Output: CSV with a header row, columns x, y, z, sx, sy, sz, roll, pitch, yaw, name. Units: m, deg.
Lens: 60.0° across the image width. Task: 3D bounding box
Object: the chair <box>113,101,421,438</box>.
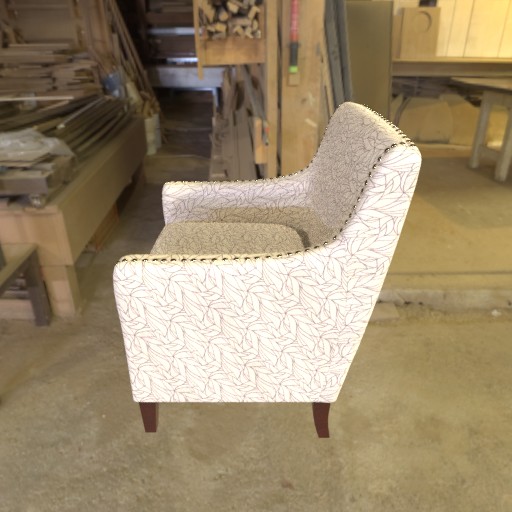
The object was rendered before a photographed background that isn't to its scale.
x,y,z,sx,sy,sz,roll,pitch,yaw,name
0.000,0.000,1.301,0.651,0.816,0.623,0,27,0,chair
